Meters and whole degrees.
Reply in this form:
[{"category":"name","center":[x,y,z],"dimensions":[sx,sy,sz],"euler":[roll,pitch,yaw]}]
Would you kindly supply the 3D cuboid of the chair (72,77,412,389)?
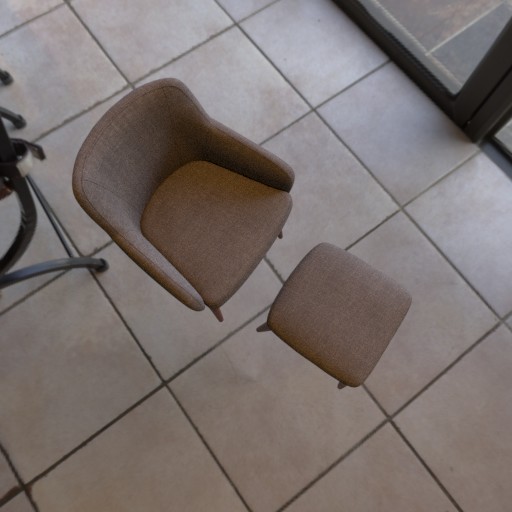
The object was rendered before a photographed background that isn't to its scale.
[{"category":"chair","center":[0.000,0.000,1.583],"dimensions":[1.107,0.799,0.584],"euler":[34,77,9]}]
